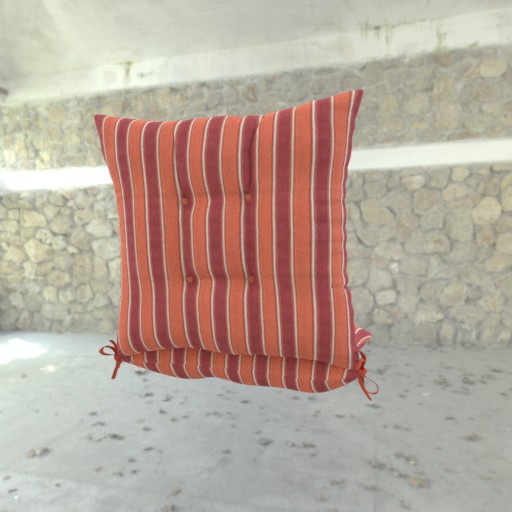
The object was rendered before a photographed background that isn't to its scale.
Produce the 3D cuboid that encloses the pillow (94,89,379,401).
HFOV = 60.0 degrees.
[{"bbox_3d":[0.000,0.000,1.011,0.541,0.536,0.585,0,-1,16],"label":"pillow"}]
